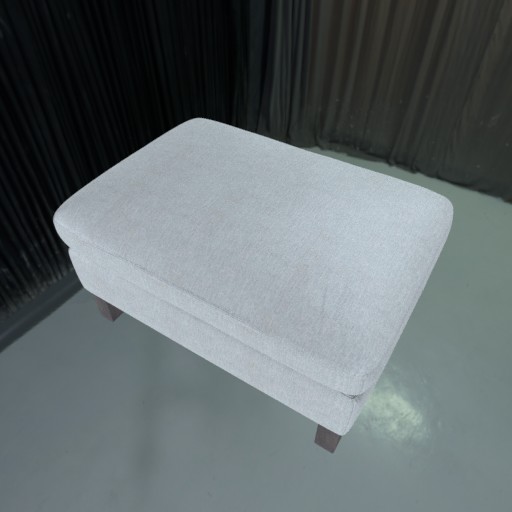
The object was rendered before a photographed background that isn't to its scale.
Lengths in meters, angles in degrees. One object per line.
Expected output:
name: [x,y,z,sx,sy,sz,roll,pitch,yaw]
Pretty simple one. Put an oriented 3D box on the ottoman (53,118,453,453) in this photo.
ottoman: [0.000,0.000,1.038,0.735,0.404,0.528,24,49,22]
